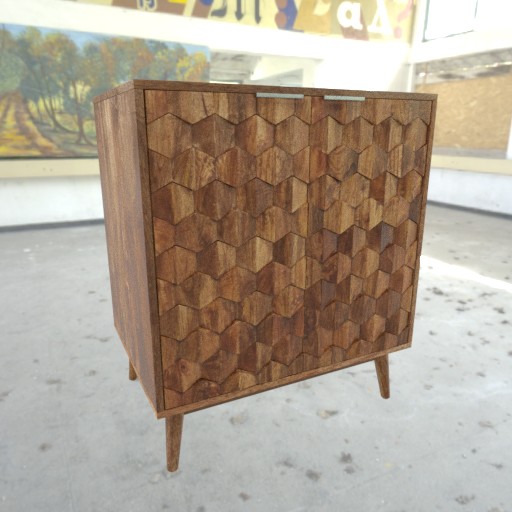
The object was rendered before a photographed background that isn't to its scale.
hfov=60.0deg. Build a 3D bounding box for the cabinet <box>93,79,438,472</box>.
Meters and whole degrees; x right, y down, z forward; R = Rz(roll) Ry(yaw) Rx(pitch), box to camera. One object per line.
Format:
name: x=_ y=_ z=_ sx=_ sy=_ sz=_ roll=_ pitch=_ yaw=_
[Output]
cabinet: x=0.000 y=0.000 z=1.112 sx=0.647 sy=0.758 sz=0.473 roll=-8 pitch=18 yaw=-26
